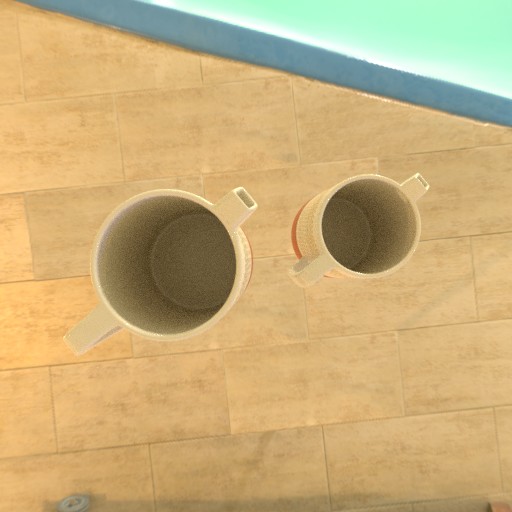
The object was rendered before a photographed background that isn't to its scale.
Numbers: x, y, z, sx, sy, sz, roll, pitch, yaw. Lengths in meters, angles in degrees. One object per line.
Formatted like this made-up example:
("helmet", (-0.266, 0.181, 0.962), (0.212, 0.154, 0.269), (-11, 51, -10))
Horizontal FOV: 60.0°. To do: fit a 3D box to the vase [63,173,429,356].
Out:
("vase", (0.000, 0.000, 0.473), (0.326, 0.247, 0.168), (0, 90, -1))
